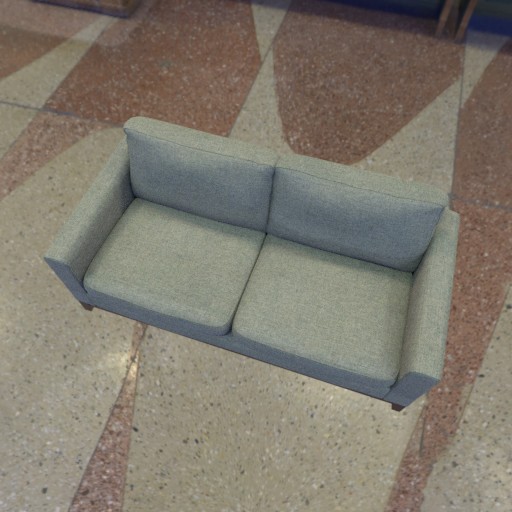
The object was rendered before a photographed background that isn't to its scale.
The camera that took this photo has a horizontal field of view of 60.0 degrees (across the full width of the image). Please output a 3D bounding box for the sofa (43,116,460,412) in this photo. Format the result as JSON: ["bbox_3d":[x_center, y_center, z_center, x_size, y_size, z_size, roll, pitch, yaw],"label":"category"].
[{"bbox_3d":[0.000,0.000,2.405,1.978,0.892,0.969,16,60,9],"label":"sofa"}]
